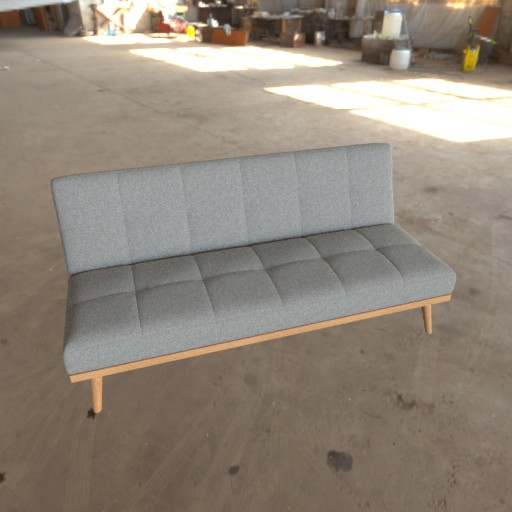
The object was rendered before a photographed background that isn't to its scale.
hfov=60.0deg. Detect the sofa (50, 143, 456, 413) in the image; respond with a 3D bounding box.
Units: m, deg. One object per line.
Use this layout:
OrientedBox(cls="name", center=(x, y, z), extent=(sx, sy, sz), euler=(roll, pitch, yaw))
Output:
OrientedBox(cls="sofa", center=(0.000, 0.000, 2.214), extent=(1.820, 0.800, 0.800), euler=(-9, 33, -15))
